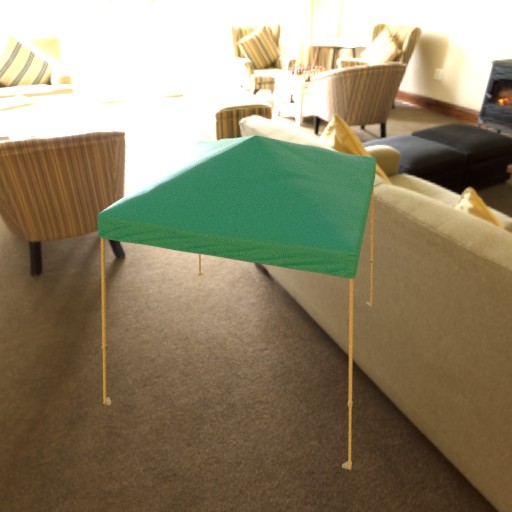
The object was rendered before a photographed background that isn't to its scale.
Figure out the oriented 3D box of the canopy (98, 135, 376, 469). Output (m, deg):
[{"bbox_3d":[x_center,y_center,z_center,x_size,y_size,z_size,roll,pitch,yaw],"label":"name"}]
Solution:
[{"bbox_3d":[0.000,0.000,5.212,2.850,2.850,2.849,9,33,14],"label":"canopy"}]
